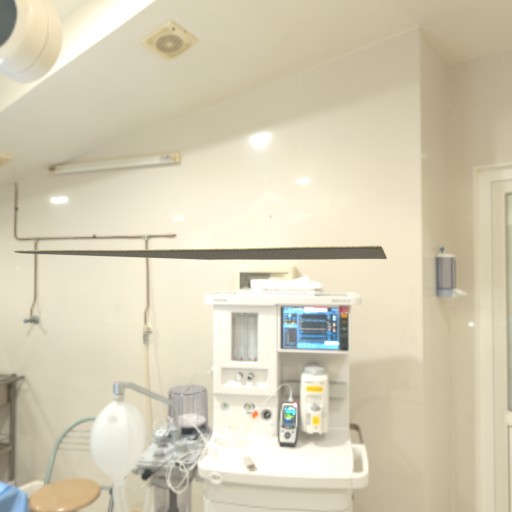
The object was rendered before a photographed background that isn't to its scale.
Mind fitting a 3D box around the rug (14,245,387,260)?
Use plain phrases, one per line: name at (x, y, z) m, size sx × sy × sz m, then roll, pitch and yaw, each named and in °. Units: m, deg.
rug at (0.000, 0.000, 2.861) m, size 1.606 × 0.017 × 2.270 m, roll 0°, pitch -1°, yaw 17°
